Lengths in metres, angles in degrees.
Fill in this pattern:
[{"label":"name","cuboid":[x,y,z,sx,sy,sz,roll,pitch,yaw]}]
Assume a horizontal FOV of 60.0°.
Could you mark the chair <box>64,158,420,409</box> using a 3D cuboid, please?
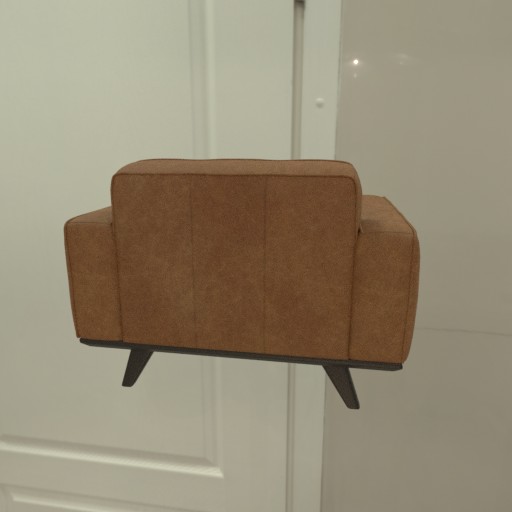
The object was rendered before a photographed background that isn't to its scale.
[{"label":"chair","cuboid":[0.000,0.000,1.780,1.118,0.782,0.952,2,14,10]}]
